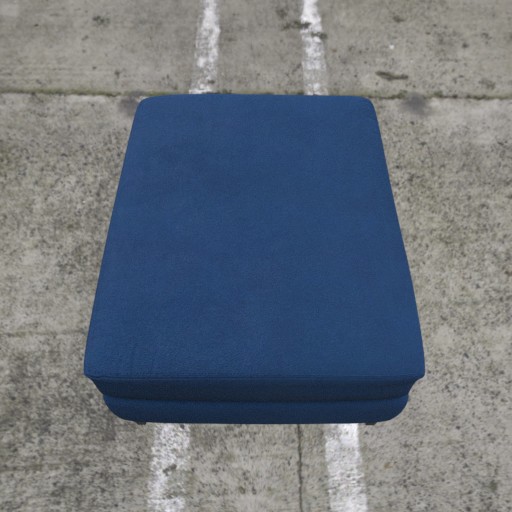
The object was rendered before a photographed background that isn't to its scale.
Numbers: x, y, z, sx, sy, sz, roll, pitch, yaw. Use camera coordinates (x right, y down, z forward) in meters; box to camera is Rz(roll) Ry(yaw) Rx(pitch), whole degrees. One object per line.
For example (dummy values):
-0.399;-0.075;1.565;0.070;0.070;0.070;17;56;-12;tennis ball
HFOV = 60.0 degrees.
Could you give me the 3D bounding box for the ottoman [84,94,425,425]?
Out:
0.000;0.000;1.141;0.655;0.485;0.794;0;59;0;ottoman
